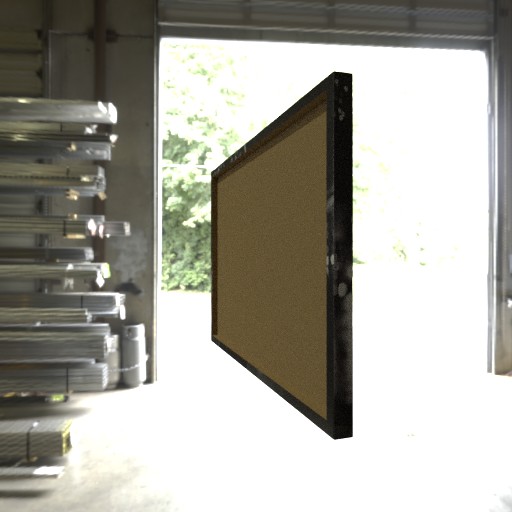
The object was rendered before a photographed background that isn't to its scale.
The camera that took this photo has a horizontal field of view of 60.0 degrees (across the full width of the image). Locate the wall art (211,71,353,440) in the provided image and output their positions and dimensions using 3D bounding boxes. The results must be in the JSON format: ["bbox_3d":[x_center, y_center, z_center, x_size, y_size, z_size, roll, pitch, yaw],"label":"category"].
[{"bbox_3d":[0.000,0.000,1.167,0.038,0.609,0.914,0,0,-19],"label":"wall art"}]
